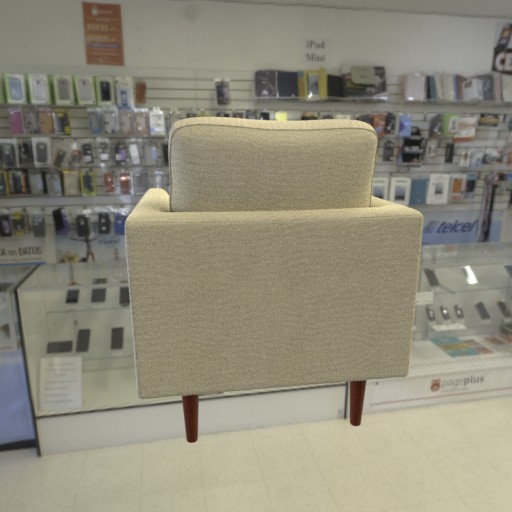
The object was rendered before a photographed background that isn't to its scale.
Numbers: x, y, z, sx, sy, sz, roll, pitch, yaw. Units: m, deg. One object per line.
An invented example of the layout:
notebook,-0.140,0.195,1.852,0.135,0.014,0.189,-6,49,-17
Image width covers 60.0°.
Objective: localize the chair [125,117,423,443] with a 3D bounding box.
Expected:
chair,0.000,0.000,1.647,0.858,0.957,0.899,-2,15,-9
